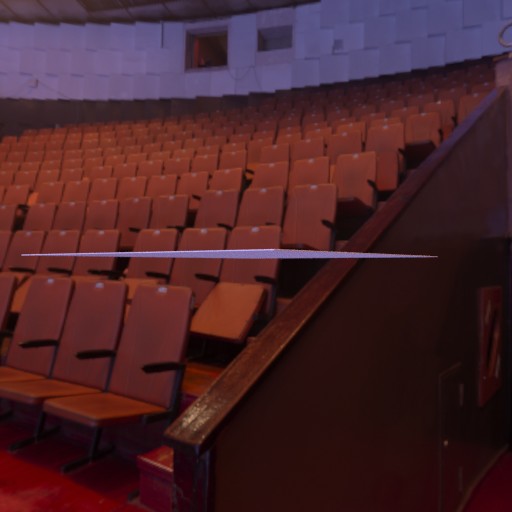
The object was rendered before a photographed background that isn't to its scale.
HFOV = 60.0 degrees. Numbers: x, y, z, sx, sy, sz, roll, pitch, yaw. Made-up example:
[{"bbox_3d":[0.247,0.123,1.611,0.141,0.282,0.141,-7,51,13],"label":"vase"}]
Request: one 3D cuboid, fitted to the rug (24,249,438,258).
[{"bbox_3d":[0.000,0.000,4.093,2.454,0.005,3.067,-1,-1,36],"label":"rug"}]
